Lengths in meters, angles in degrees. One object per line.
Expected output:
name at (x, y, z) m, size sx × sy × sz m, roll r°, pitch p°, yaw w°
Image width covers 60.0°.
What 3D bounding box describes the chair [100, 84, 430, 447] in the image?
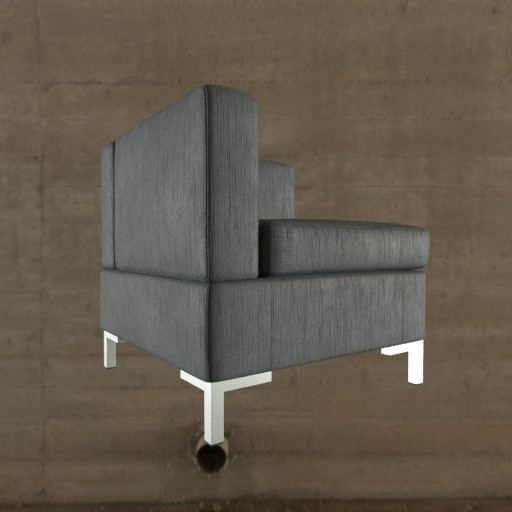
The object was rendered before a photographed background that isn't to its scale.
chair at (0.000, 0.000, 1.226) m, size 0.680 × 0.660 × 0.680 m, roll -1°, pitch 1°, yaw -35°
